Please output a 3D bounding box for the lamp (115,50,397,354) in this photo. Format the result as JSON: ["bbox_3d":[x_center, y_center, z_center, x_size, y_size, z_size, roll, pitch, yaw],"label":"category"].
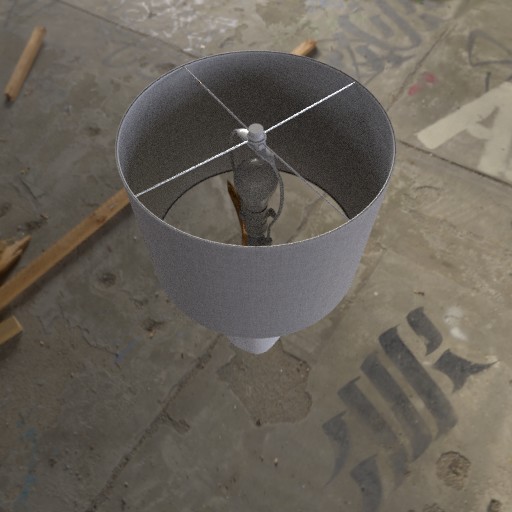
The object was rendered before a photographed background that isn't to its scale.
[{"bbox_3d":[0.000,0.000,0.683,0.298,0.503,0.298,-32,63,-19],"label":"lamp"}]
